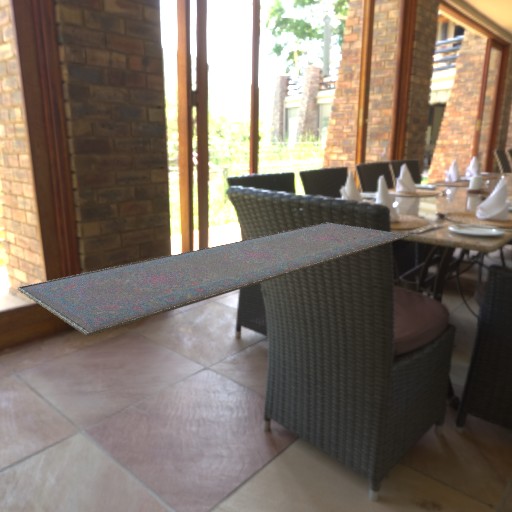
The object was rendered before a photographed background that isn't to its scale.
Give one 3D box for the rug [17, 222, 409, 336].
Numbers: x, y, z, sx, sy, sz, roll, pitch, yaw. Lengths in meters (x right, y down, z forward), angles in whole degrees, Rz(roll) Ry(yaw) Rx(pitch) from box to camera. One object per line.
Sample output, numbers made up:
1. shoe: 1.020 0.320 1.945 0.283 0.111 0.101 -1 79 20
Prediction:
1. rug: 0.000 0.000 1.991 0.553 0.012 1.827 14 20 43
